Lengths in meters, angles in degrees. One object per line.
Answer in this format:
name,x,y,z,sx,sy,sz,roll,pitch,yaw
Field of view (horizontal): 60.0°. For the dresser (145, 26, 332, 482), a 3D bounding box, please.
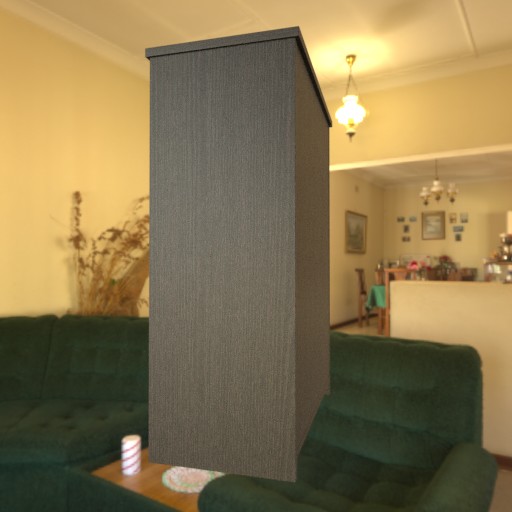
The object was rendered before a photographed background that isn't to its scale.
dresser,0.000,0.000,1.378,0.399,1.020,0.704,0,-1,16
